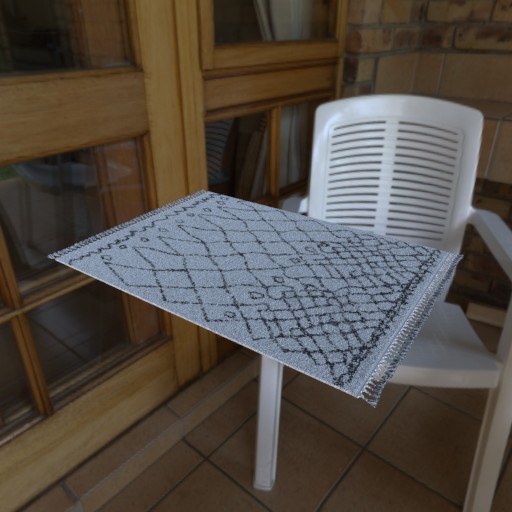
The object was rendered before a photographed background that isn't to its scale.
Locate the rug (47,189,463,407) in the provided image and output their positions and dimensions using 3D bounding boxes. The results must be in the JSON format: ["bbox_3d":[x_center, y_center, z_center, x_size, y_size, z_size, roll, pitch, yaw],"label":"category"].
[{"bbox_3d":[0.000,0.000,2.996,2.312,0.017,1.613,18,33,30],"label":"rug"}]
